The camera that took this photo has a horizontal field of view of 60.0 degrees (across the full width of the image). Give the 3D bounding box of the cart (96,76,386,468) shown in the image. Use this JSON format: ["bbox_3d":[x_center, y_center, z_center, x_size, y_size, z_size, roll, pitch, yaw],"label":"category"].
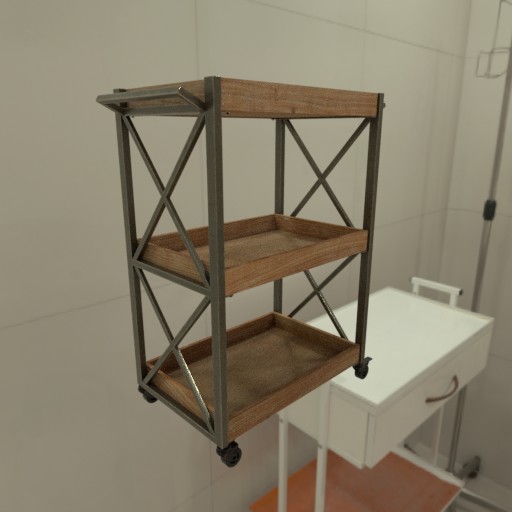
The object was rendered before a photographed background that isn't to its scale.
[{"bbox_3d":[0.000,0.000,1.195,0.673,0.835,0.377,-15,22,-42],"label":"cart"}]
